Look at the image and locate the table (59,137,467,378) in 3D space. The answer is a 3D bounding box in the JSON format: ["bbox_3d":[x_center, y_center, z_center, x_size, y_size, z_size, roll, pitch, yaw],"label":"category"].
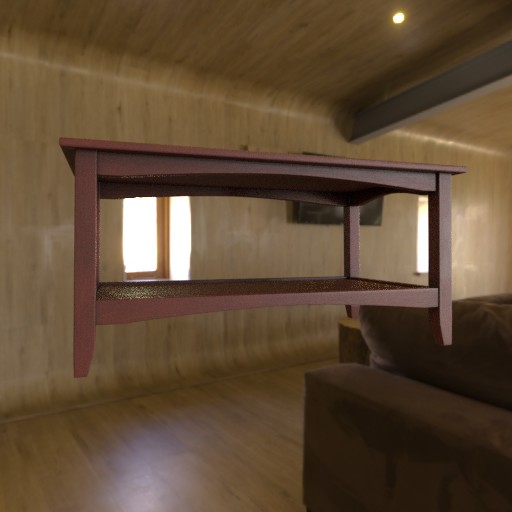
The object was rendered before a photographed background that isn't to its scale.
[{"bbox_3d":[0.000,0.000,1.222,0.943,0.456,0.533,0,1,-19],"label":"table"}]
